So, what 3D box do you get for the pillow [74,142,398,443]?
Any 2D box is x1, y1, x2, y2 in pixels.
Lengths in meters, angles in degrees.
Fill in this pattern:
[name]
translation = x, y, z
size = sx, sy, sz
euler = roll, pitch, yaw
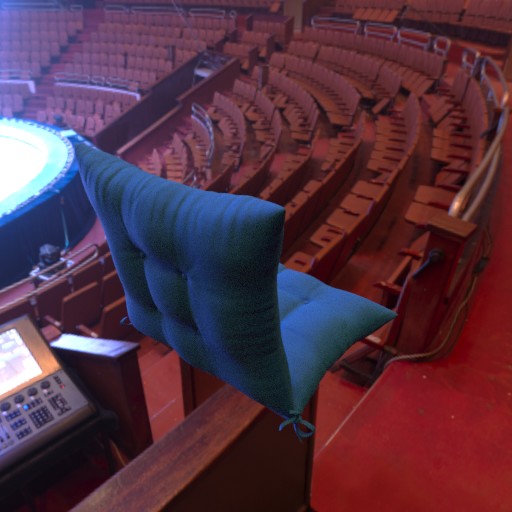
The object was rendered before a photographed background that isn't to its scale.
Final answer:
[pillow]
translation = 0.000, 0.000, 1.011
size = 0.541, 0.536, 0.585
euler = 22, 36, 34
